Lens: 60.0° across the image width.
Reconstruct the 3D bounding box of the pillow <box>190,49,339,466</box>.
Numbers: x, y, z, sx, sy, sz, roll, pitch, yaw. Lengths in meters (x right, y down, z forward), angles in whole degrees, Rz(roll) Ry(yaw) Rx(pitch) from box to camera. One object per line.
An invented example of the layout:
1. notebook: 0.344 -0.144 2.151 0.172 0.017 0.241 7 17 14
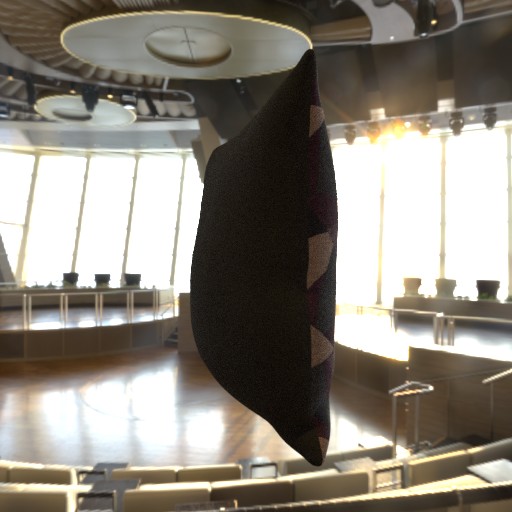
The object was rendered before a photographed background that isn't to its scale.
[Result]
1. pillow: 0.000 0.000 0.754 0.208 0.496 0.503 0 0 -18
